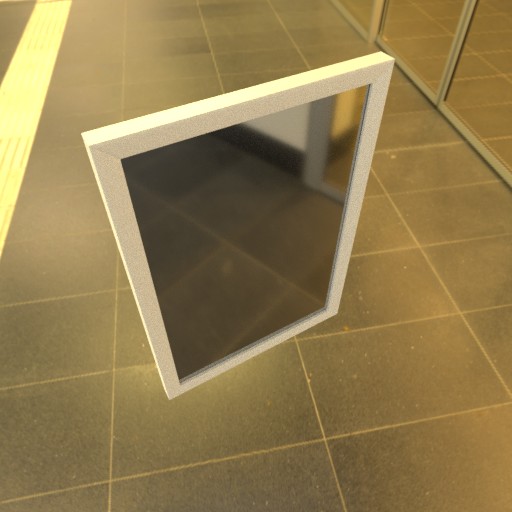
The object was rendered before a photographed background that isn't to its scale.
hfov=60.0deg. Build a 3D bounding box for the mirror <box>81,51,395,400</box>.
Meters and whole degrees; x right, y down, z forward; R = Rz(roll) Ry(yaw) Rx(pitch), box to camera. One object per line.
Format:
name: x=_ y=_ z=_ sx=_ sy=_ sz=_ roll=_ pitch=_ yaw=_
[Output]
mirror: x=0.000 y=0.000 z=0.911 sx=0.507 sy=0.710 sz=0.040 roll=-23 pitch=51 yaw=-20
